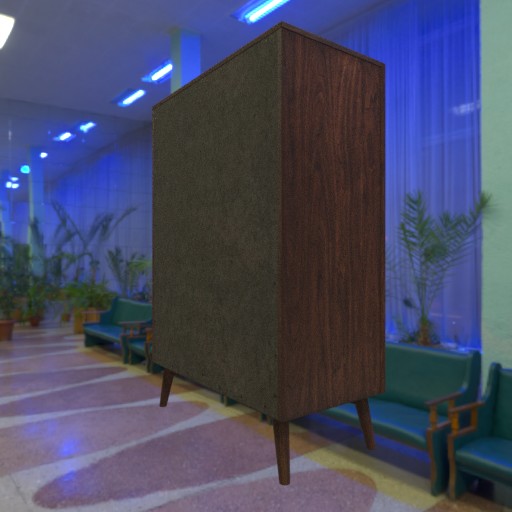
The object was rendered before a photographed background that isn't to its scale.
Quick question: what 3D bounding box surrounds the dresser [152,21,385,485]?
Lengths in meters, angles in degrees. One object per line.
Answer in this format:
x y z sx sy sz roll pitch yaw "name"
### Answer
0.000 0.000 1.803 0.498 1.365 0.919 0 0 -37 "dresser"
